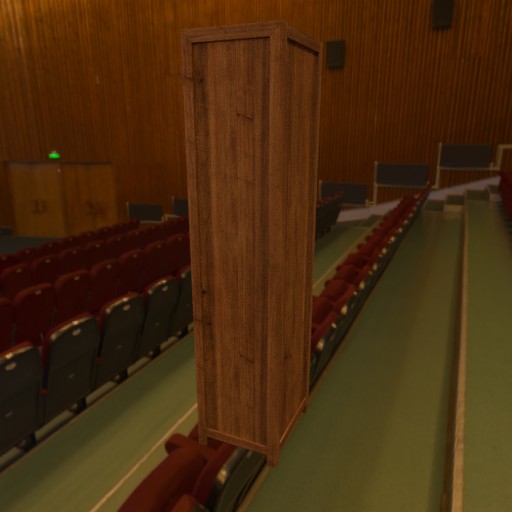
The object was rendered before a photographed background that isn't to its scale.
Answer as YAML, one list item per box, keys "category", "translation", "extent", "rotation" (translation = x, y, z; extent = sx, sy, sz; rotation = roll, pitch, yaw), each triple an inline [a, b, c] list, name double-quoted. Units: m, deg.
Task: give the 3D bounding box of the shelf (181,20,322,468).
- category: "shelf"
  translation: [0.000, 0.000, 2.115]
  extent: [0.428, 1.900, 0.500]
  rotation: [7, 18, 23]
